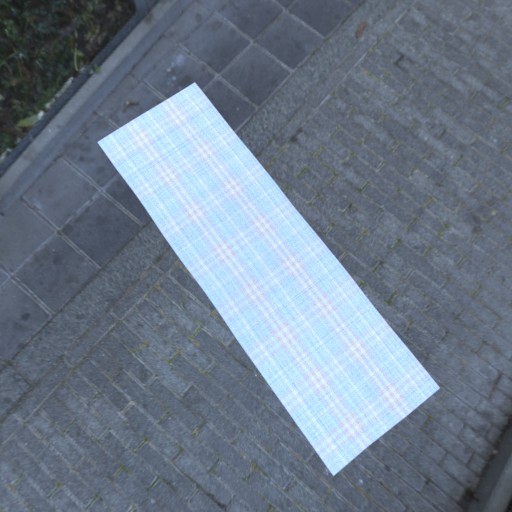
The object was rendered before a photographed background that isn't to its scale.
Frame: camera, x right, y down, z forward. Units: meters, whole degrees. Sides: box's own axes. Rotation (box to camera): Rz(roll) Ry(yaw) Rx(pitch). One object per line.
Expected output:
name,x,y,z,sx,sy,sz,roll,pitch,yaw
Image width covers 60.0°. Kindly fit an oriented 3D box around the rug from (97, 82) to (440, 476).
rug,0.000,0.000,2.665,0.762,0.013,2.439,-35,78,-9
